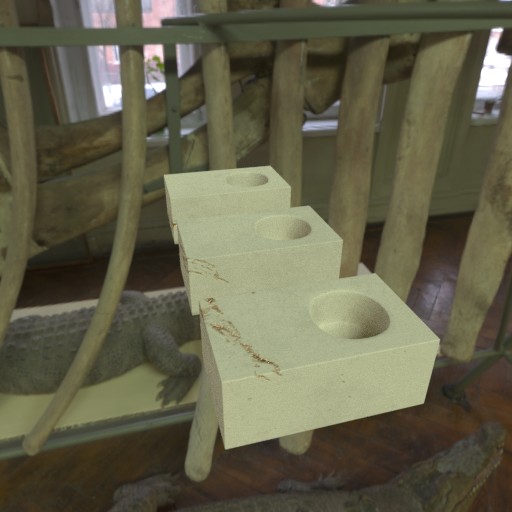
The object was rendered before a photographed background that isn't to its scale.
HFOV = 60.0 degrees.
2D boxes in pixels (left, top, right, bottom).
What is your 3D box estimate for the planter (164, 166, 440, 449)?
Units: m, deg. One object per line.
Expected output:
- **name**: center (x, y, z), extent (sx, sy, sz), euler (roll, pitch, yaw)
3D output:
- **planter**: center (0.000, 0.000, 0.390), extent (0.127, 0.051, 0.333), euler (-8, 30, -13)
